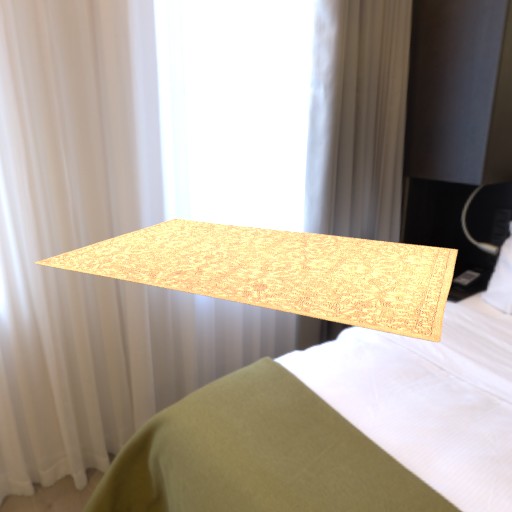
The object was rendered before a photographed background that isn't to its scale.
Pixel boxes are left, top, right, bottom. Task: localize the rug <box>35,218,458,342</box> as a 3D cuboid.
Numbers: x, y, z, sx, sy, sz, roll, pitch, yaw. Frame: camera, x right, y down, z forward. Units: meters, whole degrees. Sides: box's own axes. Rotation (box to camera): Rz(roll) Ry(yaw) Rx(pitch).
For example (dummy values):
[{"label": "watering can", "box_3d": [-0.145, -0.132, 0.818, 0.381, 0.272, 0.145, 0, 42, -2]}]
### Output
[{"label": "rug", "box_3d": [0.000, 0.000, 2.990, 2.435, 0.012, 1.529, 8, 19, 25]}]
